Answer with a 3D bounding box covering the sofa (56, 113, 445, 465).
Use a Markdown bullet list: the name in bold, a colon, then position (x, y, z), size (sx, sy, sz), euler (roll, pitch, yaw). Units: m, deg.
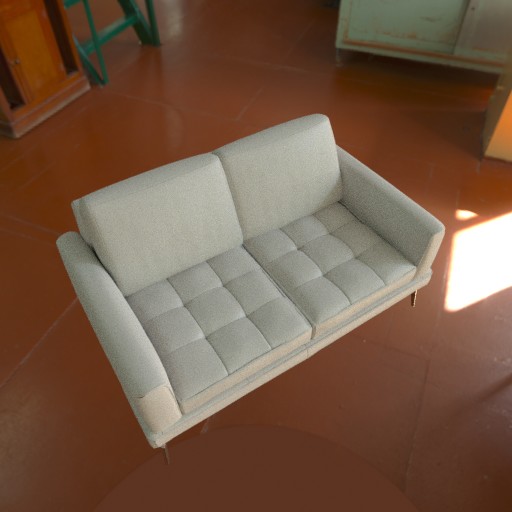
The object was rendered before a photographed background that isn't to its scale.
- **sofa**: position (0.000, 0.000, 2.426), size (1.819, 0.930, 1.121), euler (-26, 52, -22)
